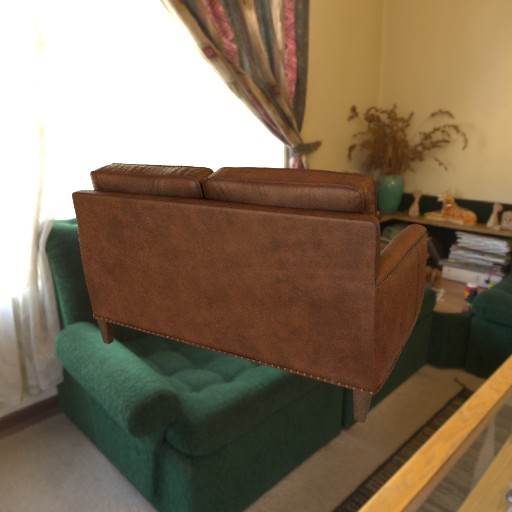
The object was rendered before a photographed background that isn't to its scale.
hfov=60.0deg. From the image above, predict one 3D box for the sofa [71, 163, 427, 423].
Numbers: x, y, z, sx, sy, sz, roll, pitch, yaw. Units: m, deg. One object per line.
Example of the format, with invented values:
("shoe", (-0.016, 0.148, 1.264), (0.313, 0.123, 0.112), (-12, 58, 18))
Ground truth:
("sofa", (0.000, 0.000, 2.371), (1.628, 1.003, 1.083), (9, 18, 27))
